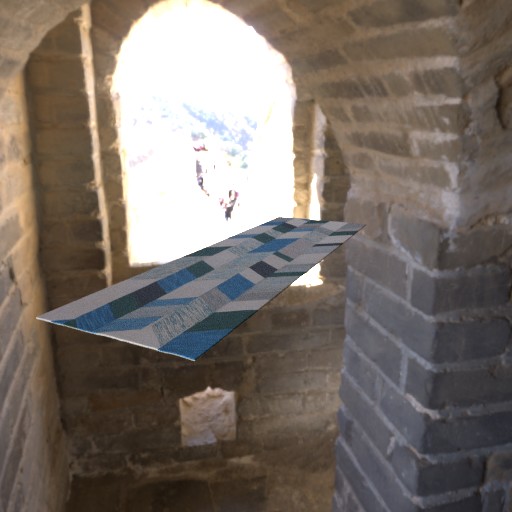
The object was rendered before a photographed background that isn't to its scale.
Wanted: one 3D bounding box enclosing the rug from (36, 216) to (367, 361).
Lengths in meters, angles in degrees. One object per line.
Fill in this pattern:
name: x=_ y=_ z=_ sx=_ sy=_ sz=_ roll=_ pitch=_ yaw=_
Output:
rug: x=0.000 y=0.000 z=2.672 sx=0.774 sy=0.008 sz=2.437 roll=8 pitch=18 yaw=26
